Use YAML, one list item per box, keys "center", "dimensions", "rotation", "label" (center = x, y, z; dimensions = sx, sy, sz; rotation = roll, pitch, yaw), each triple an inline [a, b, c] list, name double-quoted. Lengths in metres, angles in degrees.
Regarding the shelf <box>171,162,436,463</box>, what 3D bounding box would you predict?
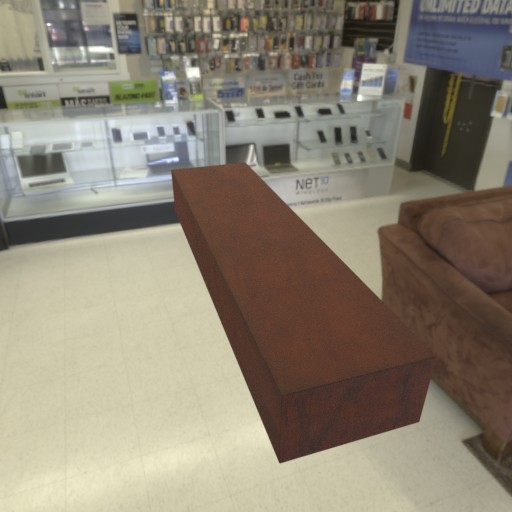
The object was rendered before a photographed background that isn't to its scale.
- center: [0.000, 0.000, 0.659]
  dimensions: [0.152, 0.088, 0.607]
  rotation: [-9, 31, -16]
  label: "shelf"
